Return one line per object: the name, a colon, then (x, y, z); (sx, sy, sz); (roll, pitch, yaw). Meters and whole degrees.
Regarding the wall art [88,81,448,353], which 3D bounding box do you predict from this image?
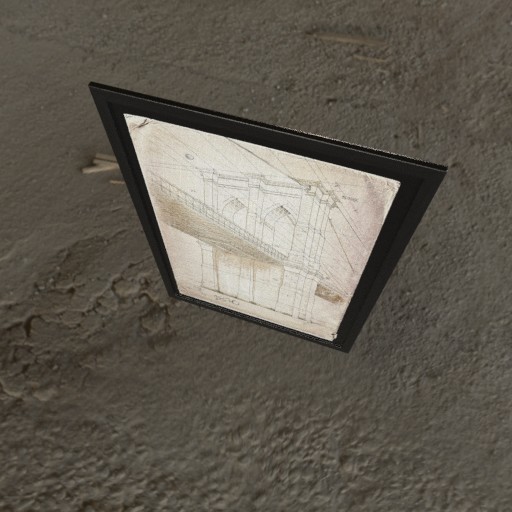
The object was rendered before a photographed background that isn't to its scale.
wall art: (0.000, 0.000, 1.246); (0.707, 0.967, 0.013); (16, 60, 10)
